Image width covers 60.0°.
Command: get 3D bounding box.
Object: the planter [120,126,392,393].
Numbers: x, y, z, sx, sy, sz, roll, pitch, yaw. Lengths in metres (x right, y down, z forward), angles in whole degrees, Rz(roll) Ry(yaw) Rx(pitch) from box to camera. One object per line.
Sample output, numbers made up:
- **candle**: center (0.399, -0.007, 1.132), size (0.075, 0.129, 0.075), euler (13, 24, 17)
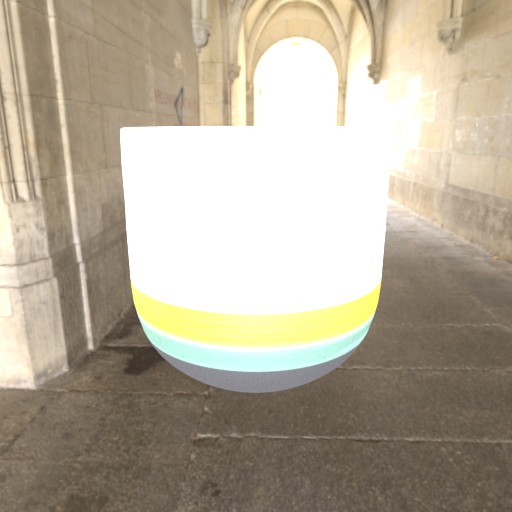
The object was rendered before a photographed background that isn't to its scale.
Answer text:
- **planter**: center (0.000, 0.000, 0.488), size (0.268, 0.270, 0.268), euler (0, 15, 0)
